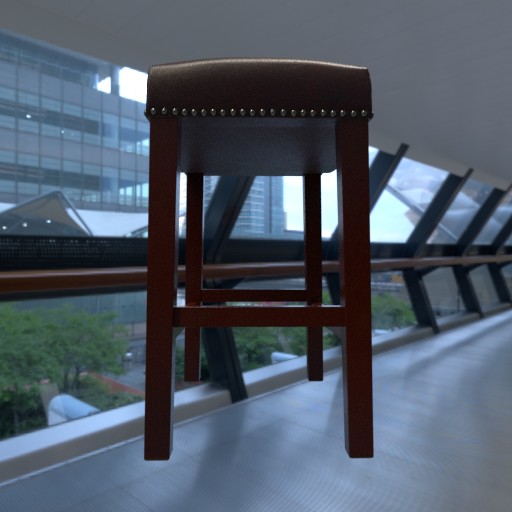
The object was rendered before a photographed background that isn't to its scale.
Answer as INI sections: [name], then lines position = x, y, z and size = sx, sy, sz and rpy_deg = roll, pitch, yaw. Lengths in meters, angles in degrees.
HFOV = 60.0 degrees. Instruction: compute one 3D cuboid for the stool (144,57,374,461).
[stool]
position = 0.000, 0.000, 0.952
size = 0.372, 0.657, 0.504
rpy_deg = 0, -1, -1
